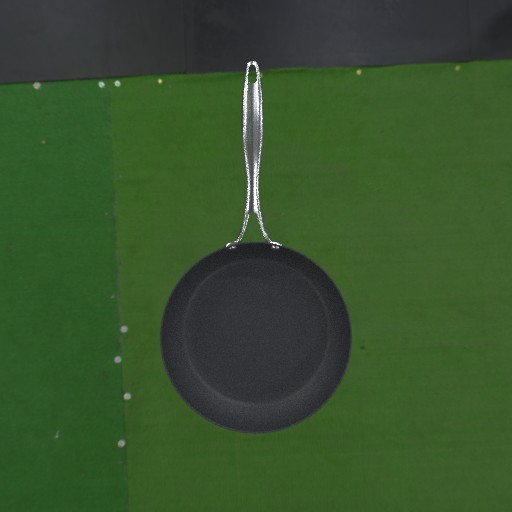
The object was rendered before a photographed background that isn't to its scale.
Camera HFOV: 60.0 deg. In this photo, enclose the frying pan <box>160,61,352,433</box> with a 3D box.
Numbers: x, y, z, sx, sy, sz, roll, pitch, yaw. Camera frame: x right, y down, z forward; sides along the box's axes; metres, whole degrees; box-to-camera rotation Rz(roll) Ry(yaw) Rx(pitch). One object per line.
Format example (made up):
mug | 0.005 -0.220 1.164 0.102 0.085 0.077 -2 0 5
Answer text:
frying pan | 0.000 0.000 0.586 0.255 0.105 0.472 0 90 0
